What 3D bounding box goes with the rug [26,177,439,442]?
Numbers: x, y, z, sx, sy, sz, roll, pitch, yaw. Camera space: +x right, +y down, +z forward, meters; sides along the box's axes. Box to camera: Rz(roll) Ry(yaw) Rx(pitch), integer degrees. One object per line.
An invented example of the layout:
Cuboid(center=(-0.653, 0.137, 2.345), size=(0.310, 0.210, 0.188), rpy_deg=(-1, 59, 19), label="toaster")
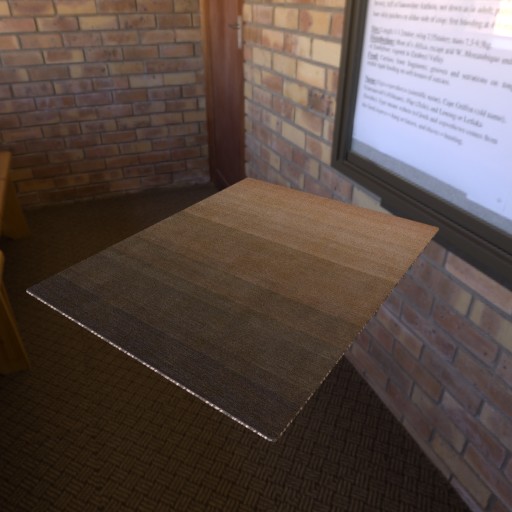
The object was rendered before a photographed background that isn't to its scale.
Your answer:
Cuboid(center=(0.000, 0.000, 3.846), size=(2.305, 0.017, 2.902), rpy_deg=(20, 37, 30), label="rug")
